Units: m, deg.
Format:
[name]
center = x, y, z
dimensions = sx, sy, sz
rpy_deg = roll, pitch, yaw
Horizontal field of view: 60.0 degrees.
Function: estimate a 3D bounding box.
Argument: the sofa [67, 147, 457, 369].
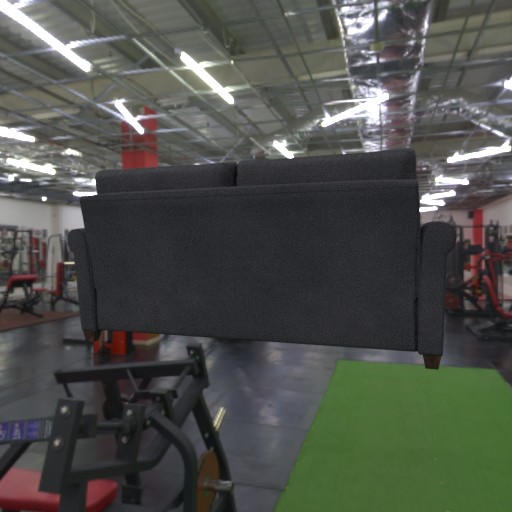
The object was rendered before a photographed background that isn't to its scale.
[sofa]
center = 0.000, 0.000, 2.398
dimensions = 1.935, 0.942, 0.842
rpy_deg = 0, 1, 19
